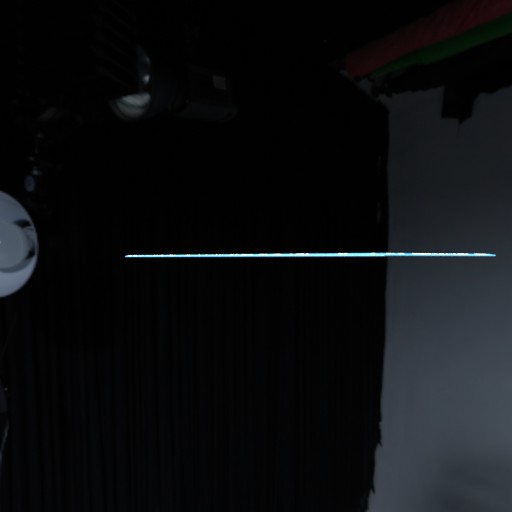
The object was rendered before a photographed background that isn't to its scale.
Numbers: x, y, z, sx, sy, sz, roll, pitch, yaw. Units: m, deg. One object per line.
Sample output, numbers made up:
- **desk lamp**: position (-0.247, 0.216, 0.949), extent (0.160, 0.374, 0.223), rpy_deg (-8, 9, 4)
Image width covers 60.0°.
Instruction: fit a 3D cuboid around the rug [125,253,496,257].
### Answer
- **rug**: position (0.000, 0.000, 2.376), extent (0.662, 0.011, 2.196), rpy_deg (0, 0, -36)
